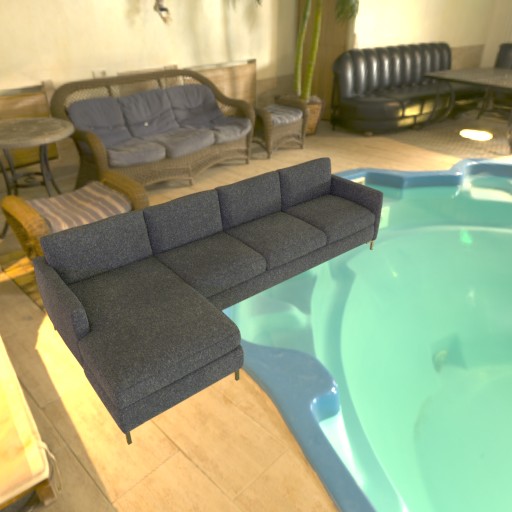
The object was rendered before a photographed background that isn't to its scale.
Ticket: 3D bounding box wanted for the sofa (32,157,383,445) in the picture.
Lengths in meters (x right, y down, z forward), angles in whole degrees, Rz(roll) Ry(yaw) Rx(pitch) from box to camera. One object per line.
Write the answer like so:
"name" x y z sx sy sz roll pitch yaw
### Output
"sofa" 0.000 0.000 3.458 2.932 0.810 1.350 -22 37 -34
